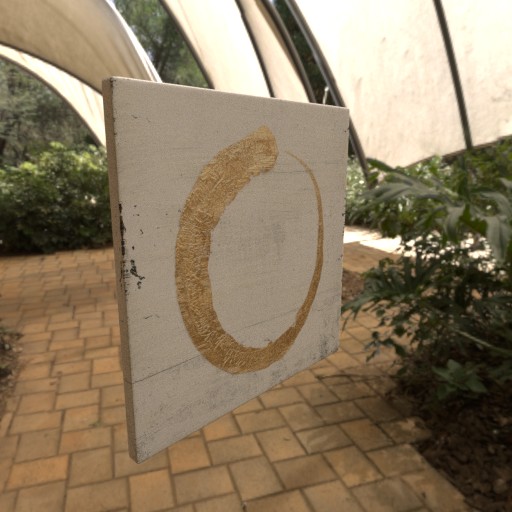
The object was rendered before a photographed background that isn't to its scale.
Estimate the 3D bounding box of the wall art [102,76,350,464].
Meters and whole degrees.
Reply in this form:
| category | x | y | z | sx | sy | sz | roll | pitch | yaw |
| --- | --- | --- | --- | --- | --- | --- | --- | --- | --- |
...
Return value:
| category | x | y | z | sx | sy | sz | roll | pitch | yaw |
| --- | --- | --- | --- | --- | --- | --- | --- | --- | --- |
| wall art | 0.000 | 0.000 | 1.120 | 0.038 | 0.762 | 0.762 | 12 | 18 | 42 |
